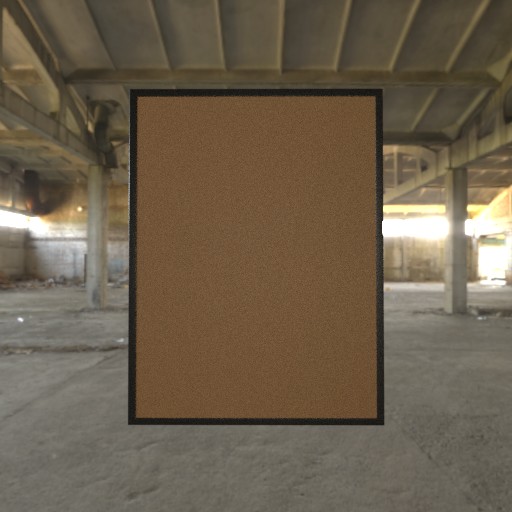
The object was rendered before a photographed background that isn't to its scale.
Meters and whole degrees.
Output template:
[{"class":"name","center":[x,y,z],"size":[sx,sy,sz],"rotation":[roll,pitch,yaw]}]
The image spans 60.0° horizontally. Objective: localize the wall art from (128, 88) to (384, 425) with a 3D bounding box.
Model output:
[{"class":"wall art","center":[0.000,0.000,1.416],"size":[0.804,1.061,0.039],"rotation":[0,-1,0]}]
